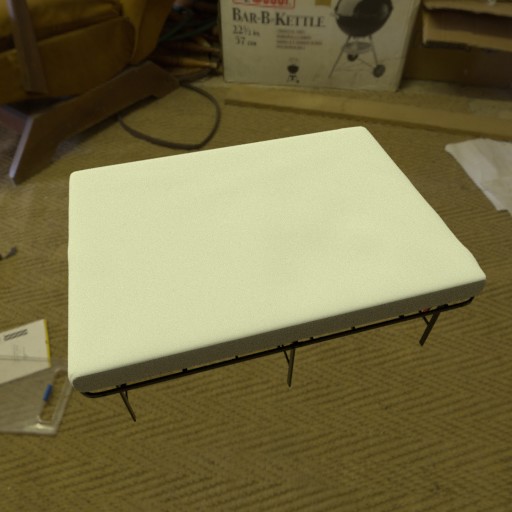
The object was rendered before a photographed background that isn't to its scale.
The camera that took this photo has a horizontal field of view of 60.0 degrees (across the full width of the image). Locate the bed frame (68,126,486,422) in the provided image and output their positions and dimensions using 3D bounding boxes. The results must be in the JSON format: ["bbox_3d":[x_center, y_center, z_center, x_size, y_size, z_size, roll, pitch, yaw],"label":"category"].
[{"bbox_3d":[0.000,0.000,2.515,1.905,0.637,1.372,-12,49,-10],"label":"bed frame"}]
